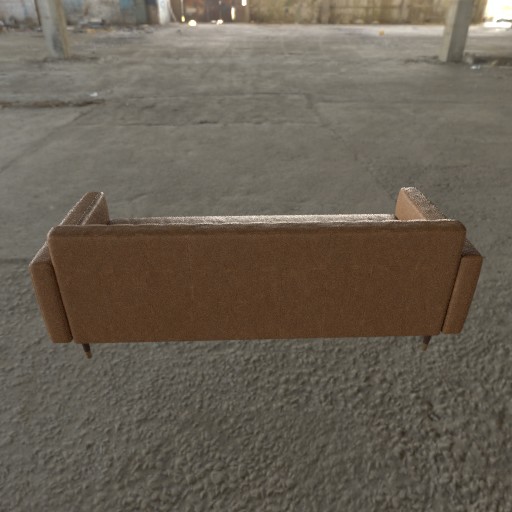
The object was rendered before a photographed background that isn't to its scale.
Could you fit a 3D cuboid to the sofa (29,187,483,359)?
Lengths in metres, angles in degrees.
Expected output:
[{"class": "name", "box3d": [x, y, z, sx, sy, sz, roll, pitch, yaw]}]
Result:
[{"class": "sofa", "box3d": [0.000, 0.000, 2.691, 2.291, 0.821, 0.990, -1, 30, -2]}]
